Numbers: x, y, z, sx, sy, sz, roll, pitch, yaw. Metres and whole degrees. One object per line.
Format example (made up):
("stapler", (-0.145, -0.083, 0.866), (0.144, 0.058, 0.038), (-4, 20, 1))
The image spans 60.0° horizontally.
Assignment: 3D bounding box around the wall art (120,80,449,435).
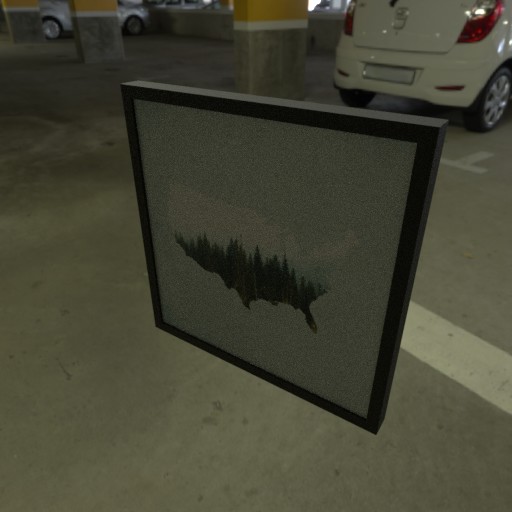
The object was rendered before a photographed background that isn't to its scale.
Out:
("wall art", (0.000, 0.000, 0.747), (0.509, 0.509, 0.040), (19, 35, 29))
